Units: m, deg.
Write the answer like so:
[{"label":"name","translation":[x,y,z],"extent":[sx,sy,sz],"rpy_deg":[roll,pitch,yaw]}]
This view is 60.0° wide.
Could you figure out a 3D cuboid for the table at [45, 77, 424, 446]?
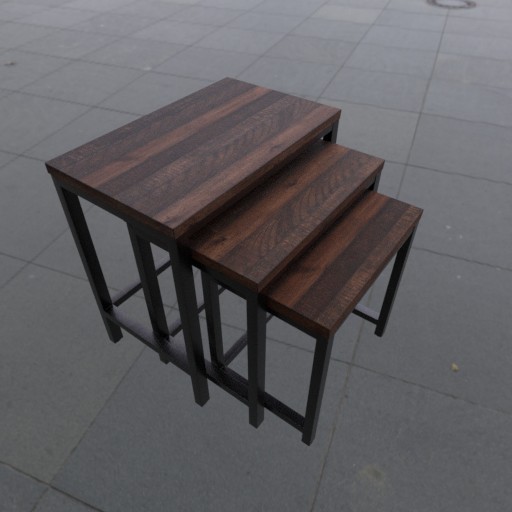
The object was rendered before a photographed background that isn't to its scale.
[{"label":"table","translation":[0.000,0.000,1.174],"extent":[0.660,0.616,0.608],"rpy_deg":[26,48,26]}]
